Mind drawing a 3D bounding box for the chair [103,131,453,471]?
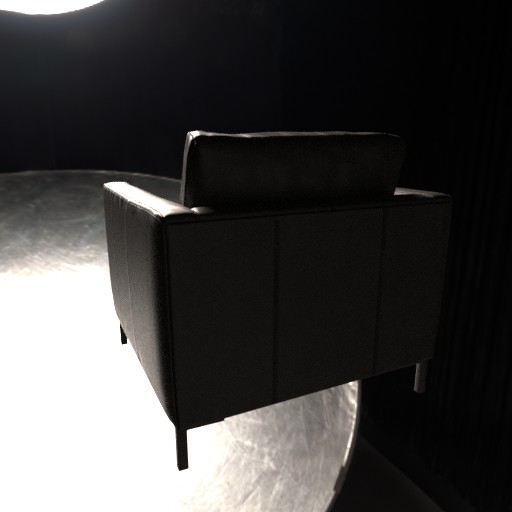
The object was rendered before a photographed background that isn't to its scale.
[{"bbox_3d":[0.000,0.000,1.474,0.967,0.824,0.861,-7,16,-25],"label":"chair"}]
